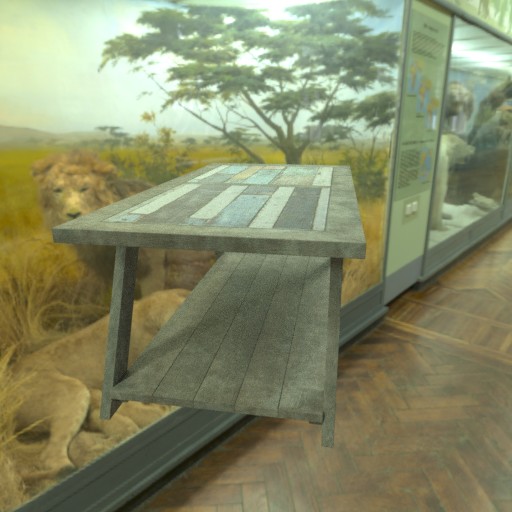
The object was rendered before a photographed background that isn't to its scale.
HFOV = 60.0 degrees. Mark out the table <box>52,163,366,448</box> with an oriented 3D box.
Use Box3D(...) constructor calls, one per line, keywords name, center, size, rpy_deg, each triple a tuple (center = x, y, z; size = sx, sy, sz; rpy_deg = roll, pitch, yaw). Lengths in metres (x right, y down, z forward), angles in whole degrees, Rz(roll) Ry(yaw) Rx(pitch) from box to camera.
Box3D(name="table", center=(0.000, 0.000, 1.472), size=(0.610, 0.470, 1.219), rpy_deg=(3, 18, 10))
